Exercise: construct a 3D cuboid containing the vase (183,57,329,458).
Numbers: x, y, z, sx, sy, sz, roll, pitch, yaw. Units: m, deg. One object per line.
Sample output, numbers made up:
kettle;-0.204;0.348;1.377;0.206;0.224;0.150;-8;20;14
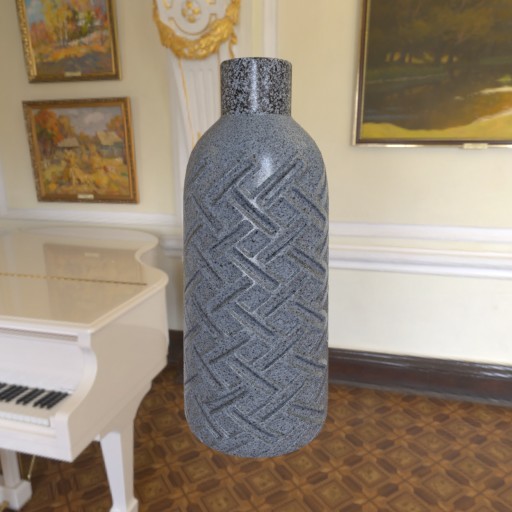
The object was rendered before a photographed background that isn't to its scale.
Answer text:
vase;0.000;0.000;0.350;0.122;0.282;0.122;0;14;0
